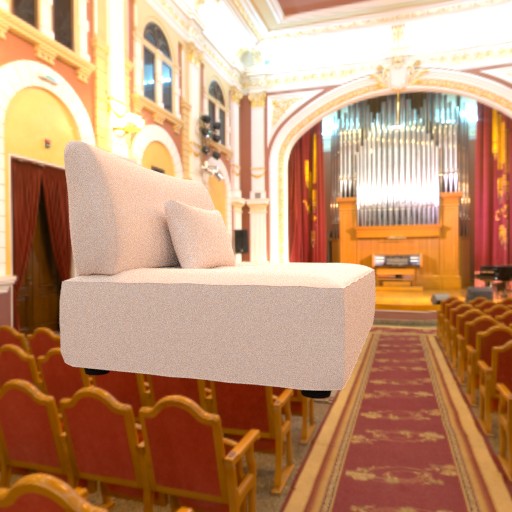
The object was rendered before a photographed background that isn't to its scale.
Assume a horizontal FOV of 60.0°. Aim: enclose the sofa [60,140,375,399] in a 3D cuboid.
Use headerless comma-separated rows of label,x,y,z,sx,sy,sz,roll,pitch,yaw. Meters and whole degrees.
sofa,0.000,0.000,2.077,1.000,0.820,1.450,0,0,18
